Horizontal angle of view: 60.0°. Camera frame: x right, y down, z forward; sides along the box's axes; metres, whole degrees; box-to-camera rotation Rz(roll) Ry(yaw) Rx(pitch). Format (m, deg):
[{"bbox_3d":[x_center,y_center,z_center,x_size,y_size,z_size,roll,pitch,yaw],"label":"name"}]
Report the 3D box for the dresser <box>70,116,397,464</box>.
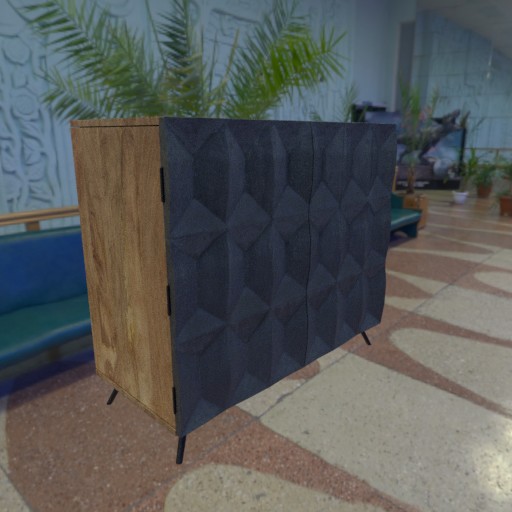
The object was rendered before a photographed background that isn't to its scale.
[{"bbox_3d":[0.000,0.000,1.465,0.446,0.847,0.967,15,21,43],"label":"dresser"}]
